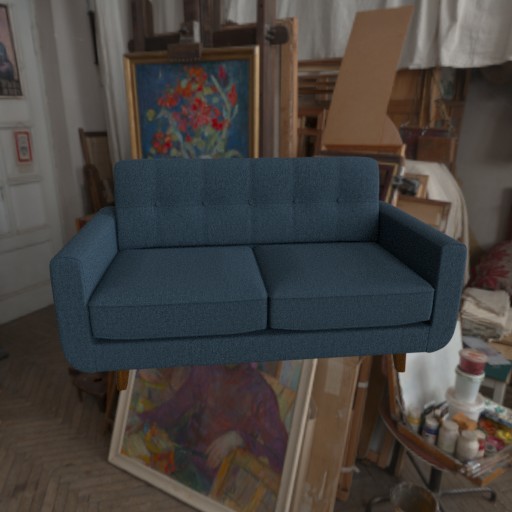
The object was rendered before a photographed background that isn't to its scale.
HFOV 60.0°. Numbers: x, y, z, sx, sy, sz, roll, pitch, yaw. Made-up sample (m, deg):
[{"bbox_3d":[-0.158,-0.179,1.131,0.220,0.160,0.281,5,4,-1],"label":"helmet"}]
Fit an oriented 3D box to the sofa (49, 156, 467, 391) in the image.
[{"bbox_3d":[0.000,0.000,2.194,1.651,0.896,0.942,-2,18,-6],"label":"sofa"}]
